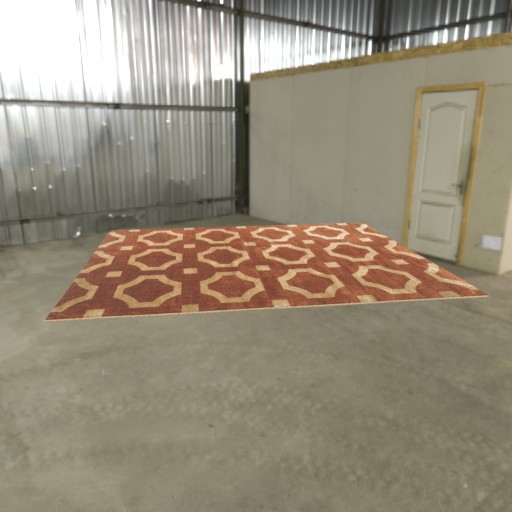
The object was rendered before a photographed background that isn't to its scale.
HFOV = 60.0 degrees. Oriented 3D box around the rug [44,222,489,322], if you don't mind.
[{"bbox_3d":[0.000,0.000,4.158,3.049,0.021,2.466,-2,17,-8],"label":"rug"}]
